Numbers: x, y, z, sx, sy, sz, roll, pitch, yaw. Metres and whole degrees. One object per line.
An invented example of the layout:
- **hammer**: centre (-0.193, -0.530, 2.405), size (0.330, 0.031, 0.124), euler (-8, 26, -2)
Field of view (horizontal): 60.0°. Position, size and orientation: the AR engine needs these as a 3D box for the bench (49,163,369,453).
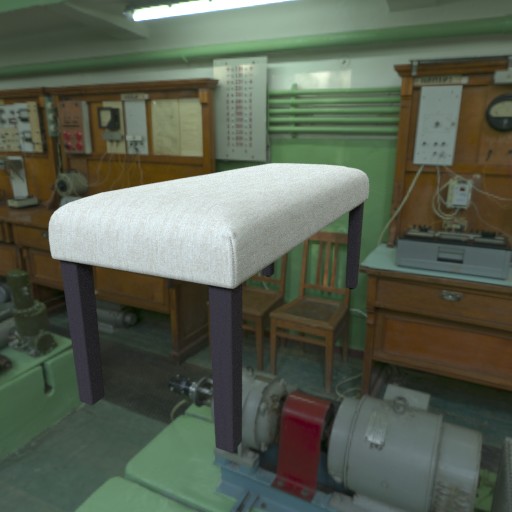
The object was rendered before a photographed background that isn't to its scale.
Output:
- **bench**: centre (0.000, 0.000, 1.243), size (0.407, 0.456, 1.013), euler (7, 18, 24)
